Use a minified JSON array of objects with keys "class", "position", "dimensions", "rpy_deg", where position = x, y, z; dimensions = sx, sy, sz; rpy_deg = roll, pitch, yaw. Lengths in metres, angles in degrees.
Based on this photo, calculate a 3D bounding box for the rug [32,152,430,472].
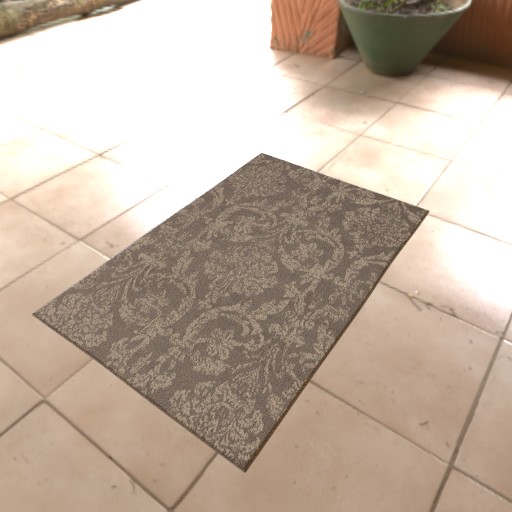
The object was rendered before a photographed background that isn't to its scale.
[{"class":"rug","position":[0.000,0.000,2.304],"dimensions":[1.206,0.012,1.824],"rpy_deg":[25,48,26]}]
